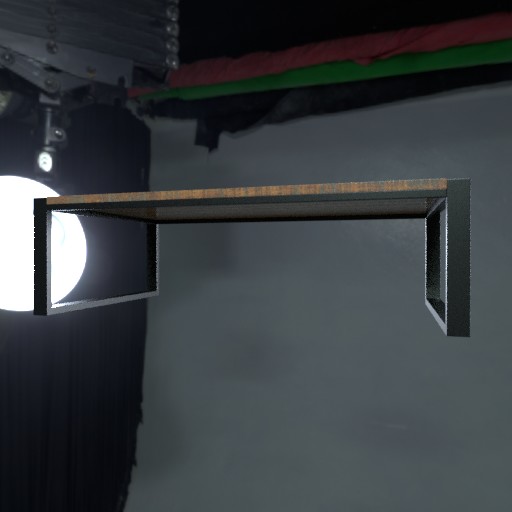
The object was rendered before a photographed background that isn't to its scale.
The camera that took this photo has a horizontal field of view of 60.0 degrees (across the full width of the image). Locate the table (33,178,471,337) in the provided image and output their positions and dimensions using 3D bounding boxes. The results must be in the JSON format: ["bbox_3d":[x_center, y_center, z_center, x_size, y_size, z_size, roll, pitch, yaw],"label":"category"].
[{"bbox_3d":[0.000,0.000,1.663,1.350,0.400,0.750,0,0,17],"label":"table"}]
